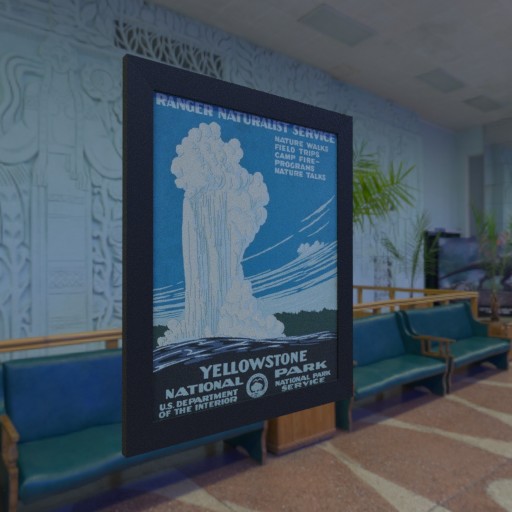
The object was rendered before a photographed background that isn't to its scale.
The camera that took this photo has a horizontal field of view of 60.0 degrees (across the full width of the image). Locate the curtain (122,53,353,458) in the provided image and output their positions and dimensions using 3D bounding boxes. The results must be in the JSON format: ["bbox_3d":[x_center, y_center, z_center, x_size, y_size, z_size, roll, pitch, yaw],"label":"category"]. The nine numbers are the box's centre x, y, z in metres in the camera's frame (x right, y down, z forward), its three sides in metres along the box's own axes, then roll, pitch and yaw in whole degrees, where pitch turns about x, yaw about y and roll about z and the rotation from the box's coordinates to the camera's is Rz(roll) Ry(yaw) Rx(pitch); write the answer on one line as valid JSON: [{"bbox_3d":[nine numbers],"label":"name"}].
[{"bbox_3d":[0.000,0.000,0.793,0.483,0.585,0.027,0,0,-36],"label":"curtain"}]
